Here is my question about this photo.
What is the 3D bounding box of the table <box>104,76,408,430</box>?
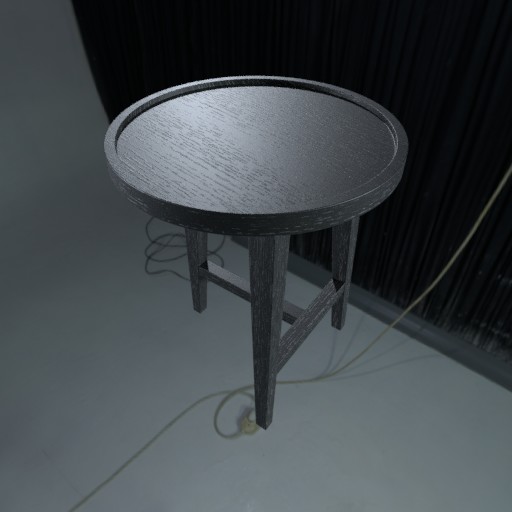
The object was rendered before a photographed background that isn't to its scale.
[{"bbox_3d":[0.000,0.000,0.750,0.399,0.460,0.399,0,41,0],"label":"table"}]
